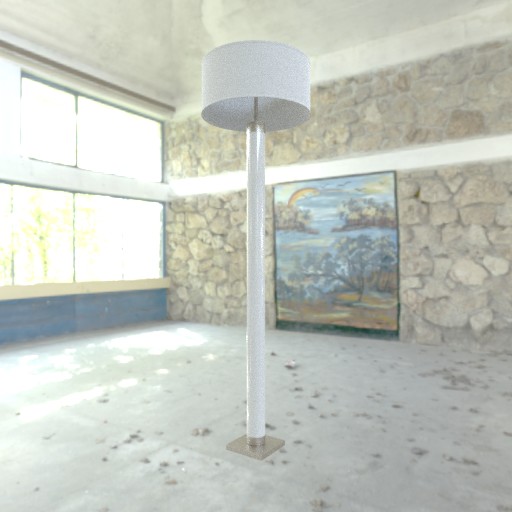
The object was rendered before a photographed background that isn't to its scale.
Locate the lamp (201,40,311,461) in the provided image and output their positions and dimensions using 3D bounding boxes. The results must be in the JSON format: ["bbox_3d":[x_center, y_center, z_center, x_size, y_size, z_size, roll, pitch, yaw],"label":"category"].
[{"bbox_3d":[0.000,0.000,1.703,0.420,1.475,0.420,0,0,35],"label":"lamp"}]
